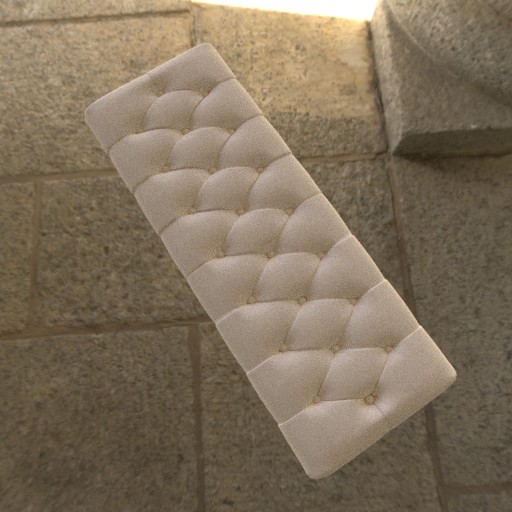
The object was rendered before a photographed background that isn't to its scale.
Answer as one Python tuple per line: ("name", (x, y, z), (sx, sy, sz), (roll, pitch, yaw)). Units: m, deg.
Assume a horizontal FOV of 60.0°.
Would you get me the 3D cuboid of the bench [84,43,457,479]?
("bench", (0.000, 0.000, 1.255), (0.400, 0.470, 1.054), (-32, 78, -8))
